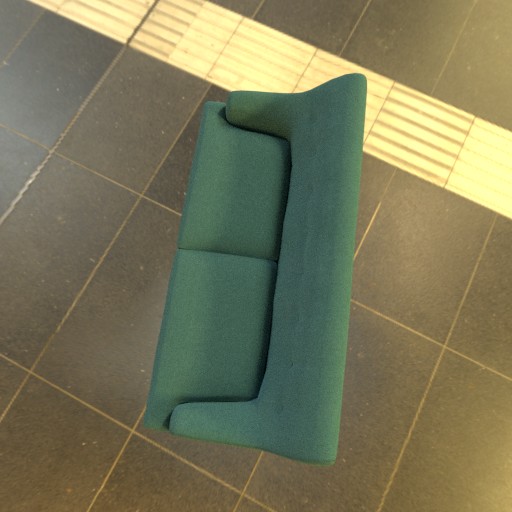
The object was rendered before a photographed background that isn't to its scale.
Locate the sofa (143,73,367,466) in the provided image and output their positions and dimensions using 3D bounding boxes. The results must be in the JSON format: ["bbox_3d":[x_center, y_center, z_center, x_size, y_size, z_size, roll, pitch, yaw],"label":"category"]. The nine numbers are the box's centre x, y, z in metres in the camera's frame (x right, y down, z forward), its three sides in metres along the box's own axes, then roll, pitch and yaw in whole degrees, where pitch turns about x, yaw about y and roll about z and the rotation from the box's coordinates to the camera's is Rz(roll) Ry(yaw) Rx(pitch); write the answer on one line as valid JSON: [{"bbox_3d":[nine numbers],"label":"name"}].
[{"bbox_3d":[0.000,0.000,2.566,0.978,0.871,2.057,8,75,2],"label":"sofa"}]
